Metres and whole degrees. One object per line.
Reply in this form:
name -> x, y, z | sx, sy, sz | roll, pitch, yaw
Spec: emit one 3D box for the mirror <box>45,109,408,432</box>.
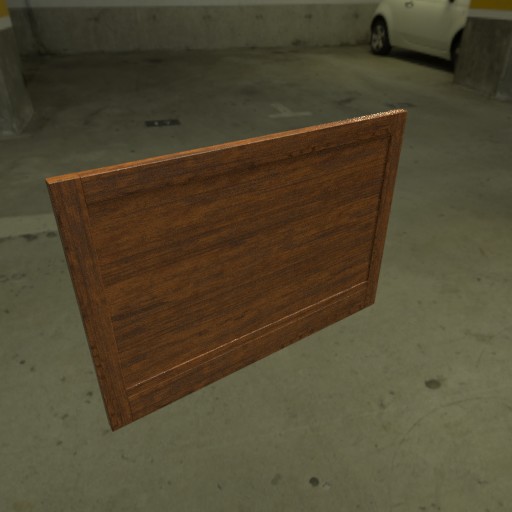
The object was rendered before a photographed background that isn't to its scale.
mirror -> 0.000, 0.000, 0.970 | 0.758, 0.537, 0.084 | -19, 36, -29
